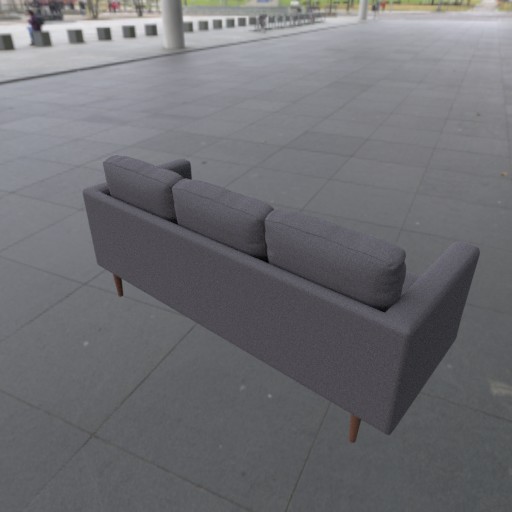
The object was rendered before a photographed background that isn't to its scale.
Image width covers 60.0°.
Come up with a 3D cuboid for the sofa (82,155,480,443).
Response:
[{"bbox_3d":[0.000,0.000,2.424,2.029,0.912,0.802,23,37,34],"label":"sofa"}]
